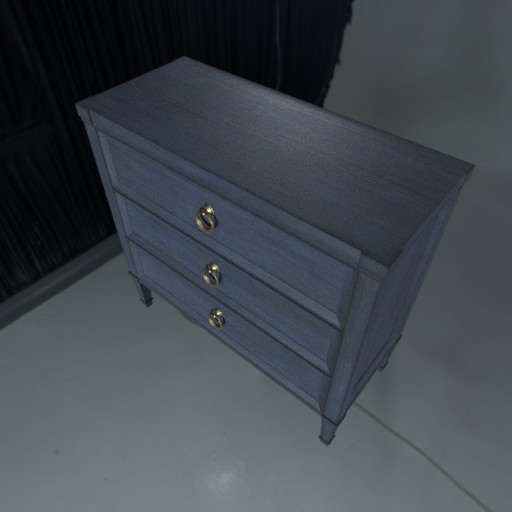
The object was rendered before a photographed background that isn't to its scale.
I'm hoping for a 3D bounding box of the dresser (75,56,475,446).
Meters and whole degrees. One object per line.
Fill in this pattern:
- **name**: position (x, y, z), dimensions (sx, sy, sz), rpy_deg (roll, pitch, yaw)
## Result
- **dresser**: position (0.000, 0.000, 1.577), dimensions (1.049, 0.986, 0.463), rpy_deg (31, 54, 26)
